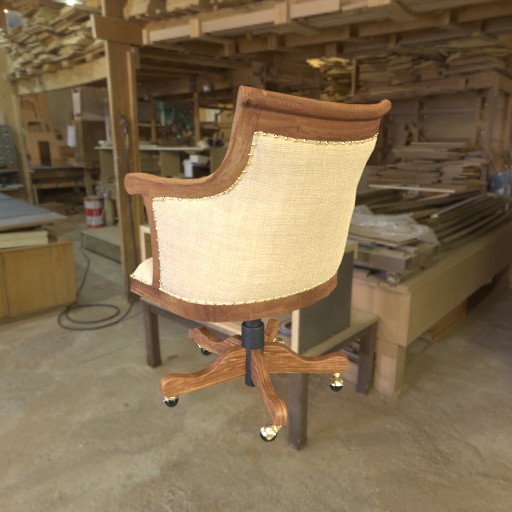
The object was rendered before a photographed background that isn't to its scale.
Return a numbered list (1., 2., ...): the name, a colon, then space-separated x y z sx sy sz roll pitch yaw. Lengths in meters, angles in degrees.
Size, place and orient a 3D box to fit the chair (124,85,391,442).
1. chair: 0.000 0.000 1.441 0.656 0.965 0.689 -15 21 -43
